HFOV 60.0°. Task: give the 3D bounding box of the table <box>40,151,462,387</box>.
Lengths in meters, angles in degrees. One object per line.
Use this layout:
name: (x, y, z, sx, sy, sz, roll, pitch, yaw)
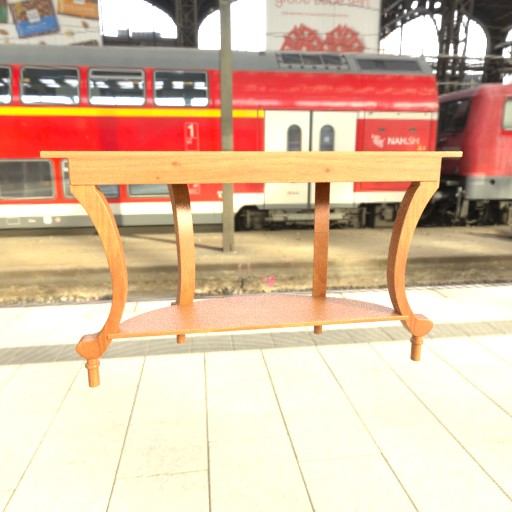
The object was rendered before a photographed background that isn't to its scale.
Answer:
table: (0.000, 0.000, 1.509, 1.198, 0.692, 0.394, -2, 13, -9)
